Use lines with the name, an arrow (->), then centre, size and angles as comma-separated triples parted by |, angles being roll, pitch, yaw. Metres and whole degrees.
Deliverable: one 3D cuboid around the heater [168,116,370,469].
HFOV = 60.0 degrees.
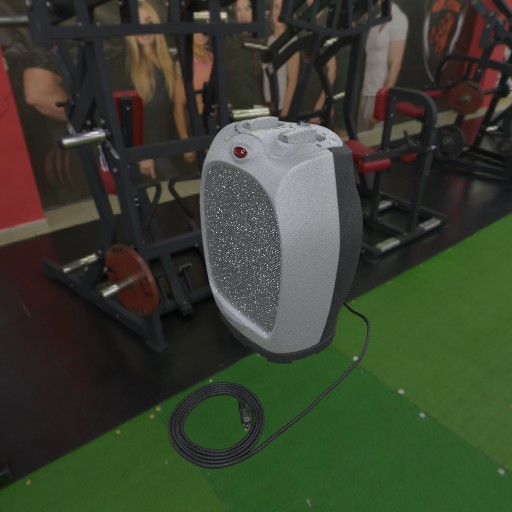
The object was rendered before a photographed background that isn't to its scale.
heater -> 0.000, 0.000, 0.472 | 0.291, 0.255, 0.239 | -20, 36, -31
